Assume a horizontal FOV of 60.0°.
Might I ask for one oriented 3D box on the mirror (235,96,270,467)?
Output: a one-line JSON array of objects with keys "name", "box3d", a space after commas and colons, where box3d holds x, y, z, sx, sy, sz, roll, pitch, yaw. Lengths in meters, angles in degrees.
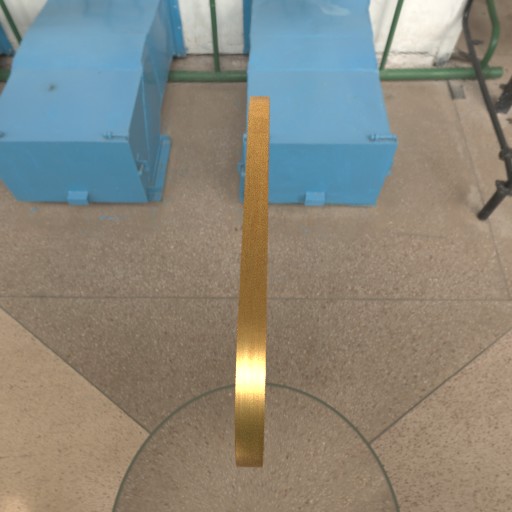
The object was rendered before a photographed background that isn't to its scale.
[{"name": "mirror", "box3d": [0.000, 0.000, 0.676, 0.032, 0.254, 0.584, 1, 58, 1]}]
